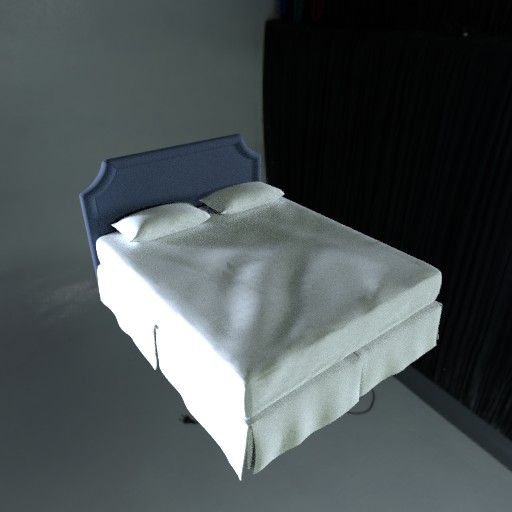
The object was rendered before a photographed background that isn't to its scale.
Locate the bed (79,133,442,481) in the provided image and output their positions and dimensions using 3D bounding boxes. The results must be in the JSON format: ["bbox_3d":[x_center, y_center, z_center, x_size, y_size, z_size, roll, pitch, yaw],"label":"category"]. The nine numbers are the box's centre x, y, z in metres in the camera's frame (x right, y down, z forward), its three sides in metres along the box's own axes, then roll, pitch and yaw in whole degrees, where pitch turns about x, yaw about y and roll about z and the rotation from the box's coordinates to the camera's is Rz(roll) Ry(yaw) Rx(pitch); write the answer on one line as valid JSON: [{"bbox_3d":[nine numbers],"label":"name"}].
[{"bbox_3d":[0.000,0.000,4.157,2.350,1.488,2.773,-21,36,-32],"label":"bed"}]
